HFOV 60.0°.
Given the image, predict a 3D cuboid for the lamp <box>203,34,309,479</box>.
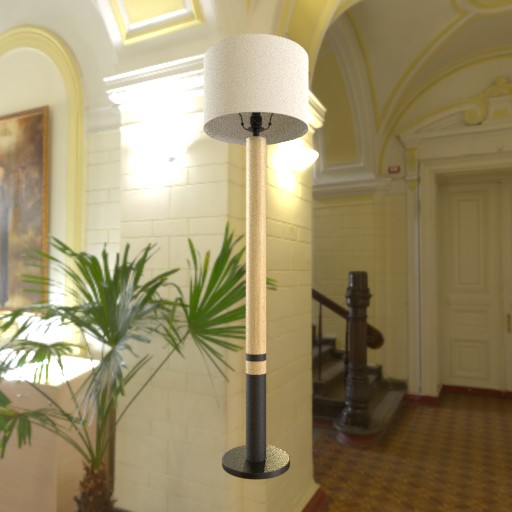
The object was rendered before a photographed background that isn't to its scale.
[{"bbox_3d":[0.000,0.000,1.603,0.381,1.478,0.381,1,-2,-19],"label":"lamp"}]
